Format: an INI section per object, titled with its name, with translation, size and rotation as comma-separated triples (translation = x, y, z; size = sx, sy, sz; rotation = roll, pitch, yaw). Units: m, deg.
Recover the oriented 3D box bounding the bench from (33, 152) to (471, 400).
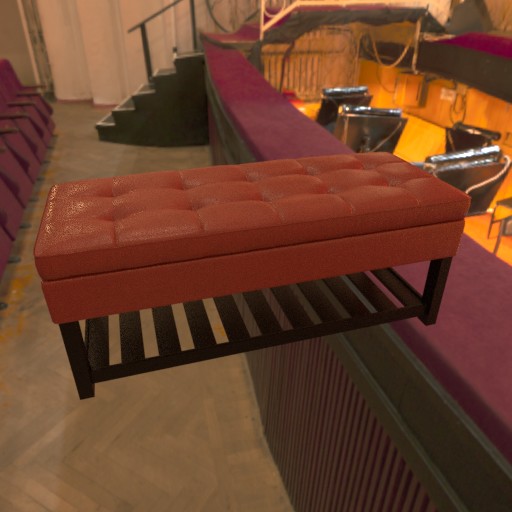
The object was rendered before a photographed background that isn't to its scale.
[bench]
translation = 0.000, 0.000, 1.333
size = 1.105, 0.460, 0.432
rotation = -9, 31, -14
